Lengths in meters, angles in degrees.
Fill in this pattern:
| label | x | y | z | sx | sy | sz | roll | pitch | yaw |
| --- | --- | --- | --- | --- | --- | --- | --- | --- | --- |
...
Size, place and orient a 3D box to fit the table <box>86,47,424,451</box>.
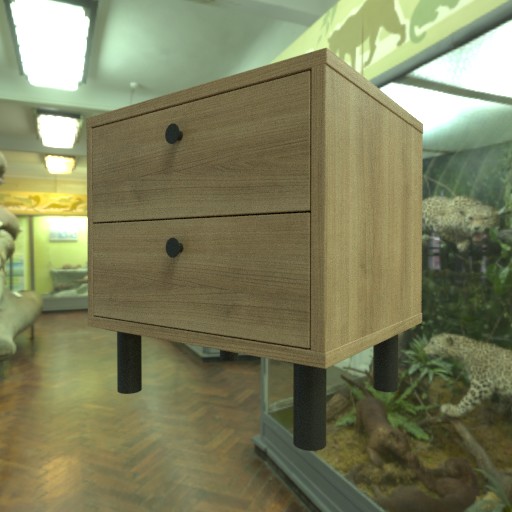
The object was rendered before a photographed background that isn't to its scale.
| label | x | y | z | sx | sy | sz | roll | pitch | yaw |
| --- | --- | --- | --- | --- | --- | --- | --- | --- | --- |
| table | 0.000 | 0.000 | 0.754 | 0.445 | 0.460 | 0.380 | 1 | 1 | 36 |
